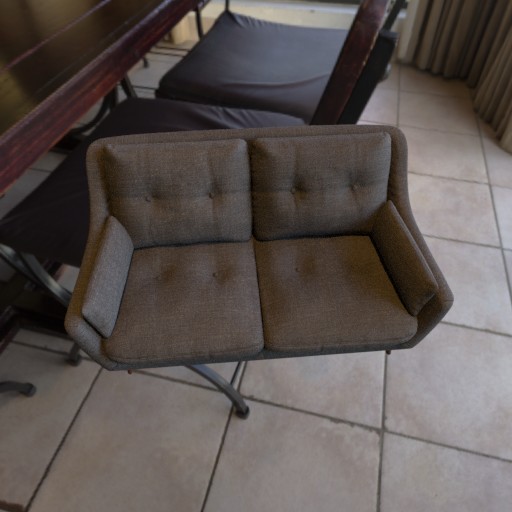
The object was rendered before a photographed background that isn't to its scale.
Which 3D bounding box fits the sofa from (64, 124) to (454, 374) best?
[{"bbox_3d":[0.000,0.000,2.198,1.646,0.887,0.976,-4,47,-3],"label":"sofa"}]
